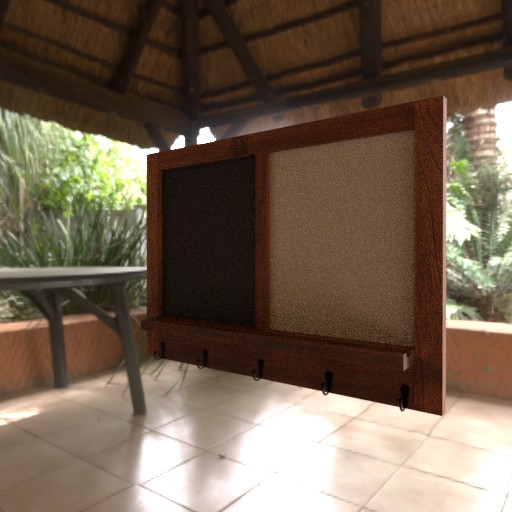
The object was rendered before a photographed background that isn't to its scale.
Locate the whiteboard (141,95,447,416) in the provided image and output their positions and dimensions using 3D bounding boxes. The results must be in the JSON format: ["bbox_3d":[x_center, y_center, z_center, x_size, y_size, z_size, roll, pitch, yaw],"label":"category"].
[{"bbox_3d":[0.000,0.000,0.973,0.768,0.553,0.083,0,1,36],"label":"whiteboard"}]
